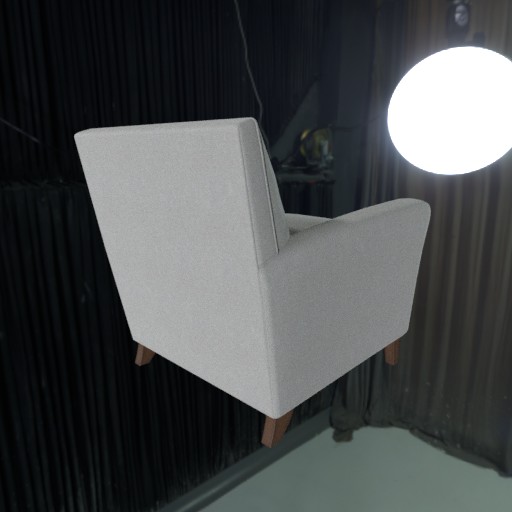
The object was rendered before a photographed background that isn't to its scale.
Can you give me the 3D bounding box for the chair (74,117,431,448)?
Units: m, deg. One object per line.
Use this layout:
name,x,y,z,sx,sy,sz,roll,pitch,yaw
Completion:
chair,0.000,0.000,1.535,0.840,0.846,0.871,13,19,43
